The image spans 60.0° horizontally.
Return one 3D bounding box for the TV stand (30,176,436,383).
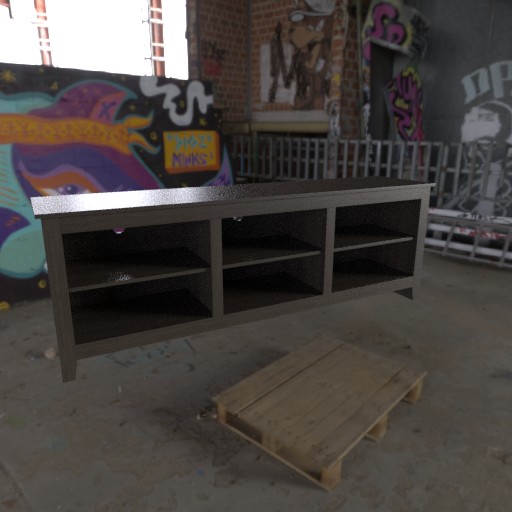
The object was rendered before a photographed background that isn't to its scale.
[{"bbox_3d":[0.000,0.000,2.040,1.778,0.610,0.406,-8,18,-26],"label":"TV stand"}]
